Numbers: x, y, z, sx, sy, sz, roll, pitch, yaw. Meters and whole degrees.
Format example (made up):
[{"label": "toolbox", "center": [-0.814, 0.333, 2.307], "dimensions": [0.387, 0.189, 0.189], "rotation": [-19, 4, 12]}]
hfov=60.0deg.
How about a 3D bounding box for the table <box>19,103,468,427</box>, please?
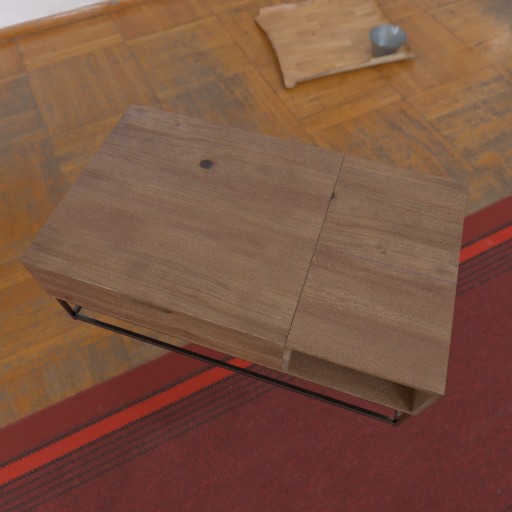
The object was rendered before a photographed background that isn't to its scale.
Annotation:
[{"label": "table", "center": [0.000, 0.000, 1.405], "dimensions": [1.101, 0.395, 0.655], "rotation": [16, 60, 10]}]
